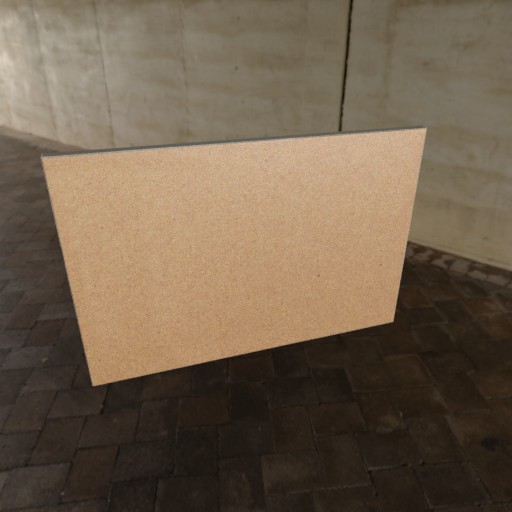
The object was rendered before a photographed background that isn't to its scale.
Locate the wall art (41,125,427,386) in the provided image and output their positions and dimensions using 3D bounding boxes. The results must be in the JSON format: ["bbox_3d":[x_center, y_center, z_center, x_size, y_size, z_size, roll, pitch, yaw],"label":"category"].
[{"bbox_3d":[0.000,0.000,0.783,0.615,0.410,0.021,-9,29,-16],"label":"wall art"}]
